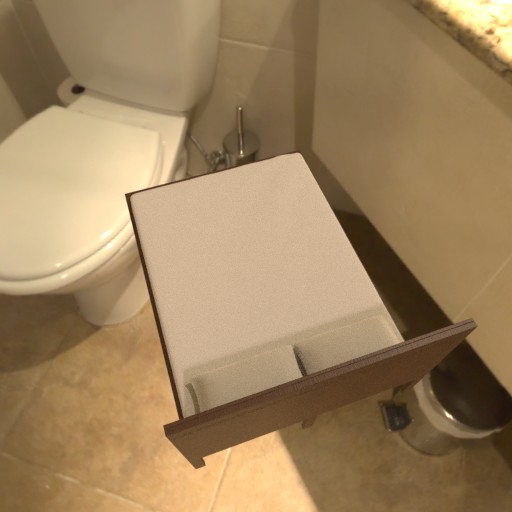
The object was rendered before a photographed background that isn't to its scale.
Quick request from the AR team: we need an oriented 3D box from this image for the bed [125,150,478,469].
[{"bbox_3d":[0.000,0.000,3.157,1.613,1.169,2.221,-16,59,-10],"label":"bed"}]
